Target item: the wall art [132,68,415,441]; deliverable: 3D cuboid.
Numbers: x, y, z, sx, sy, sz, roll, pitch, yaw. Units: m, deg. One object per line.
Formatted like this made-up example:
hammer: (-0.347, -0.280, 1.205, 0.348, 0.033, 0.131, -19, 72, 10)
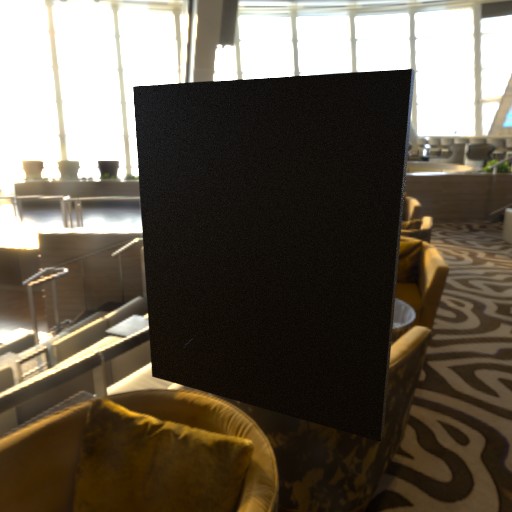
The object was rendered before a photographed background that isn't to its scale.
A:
wall art: (0.000, 0.000, 0.747, 0.457, 0.557, 0.028, 7, 17, 25)
